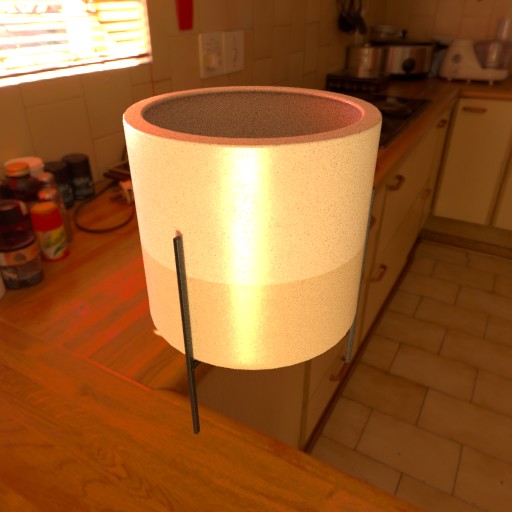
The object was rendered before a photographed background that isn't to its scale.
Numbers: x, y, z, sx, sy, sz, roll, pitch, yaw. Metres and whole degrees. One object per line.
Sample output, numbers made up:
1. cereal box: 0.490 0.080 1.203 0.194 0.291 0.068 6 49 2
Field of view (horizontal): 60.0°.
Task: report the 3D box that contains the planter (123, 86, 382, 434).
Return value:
1. planter: 0.000 0.000 0.746 0.368 0.484 0.359 0 31 0
